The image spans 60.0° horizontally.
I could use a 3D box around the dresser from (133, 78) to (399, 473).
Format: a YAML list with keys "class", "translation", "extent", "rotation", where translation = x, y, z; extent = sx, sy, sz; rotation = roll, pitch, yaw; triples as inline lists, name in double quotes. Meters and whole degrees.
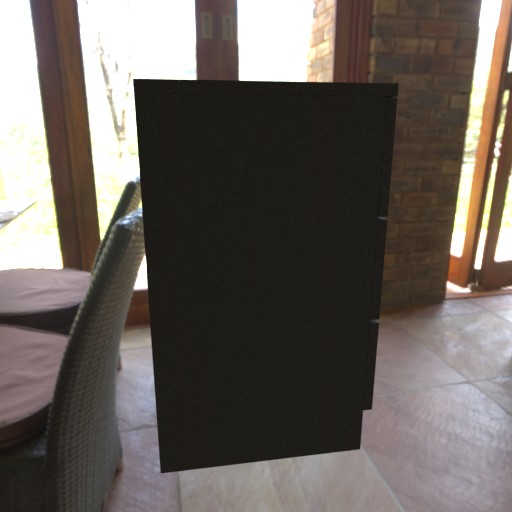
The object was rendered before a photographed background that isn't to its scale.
- class: "dresser"
  translation: [0.000, 0.000, 0.814]
  extent: [0.360, 0.560, 0.400]
  rotation: [-3, 16, -9]
